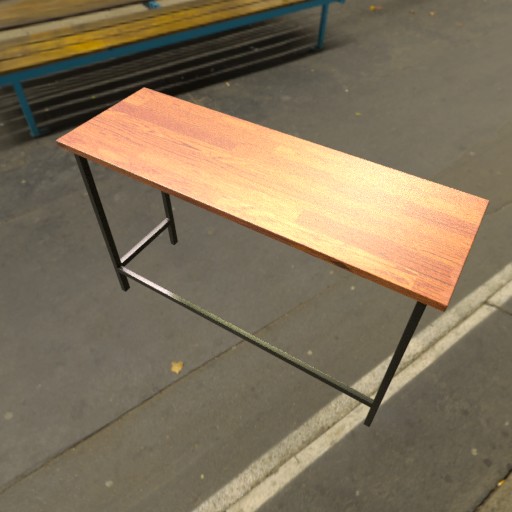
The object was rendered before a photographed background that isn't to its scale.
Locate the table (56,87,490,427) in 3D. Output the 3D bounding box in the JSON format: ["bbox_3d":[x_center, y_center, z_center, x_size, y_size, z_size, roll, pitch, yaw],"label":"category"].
[{"bbox_3d":[0.000,0.000,1.540,1.204,0.740,0.408,24,52,21],"label":"table"}]
